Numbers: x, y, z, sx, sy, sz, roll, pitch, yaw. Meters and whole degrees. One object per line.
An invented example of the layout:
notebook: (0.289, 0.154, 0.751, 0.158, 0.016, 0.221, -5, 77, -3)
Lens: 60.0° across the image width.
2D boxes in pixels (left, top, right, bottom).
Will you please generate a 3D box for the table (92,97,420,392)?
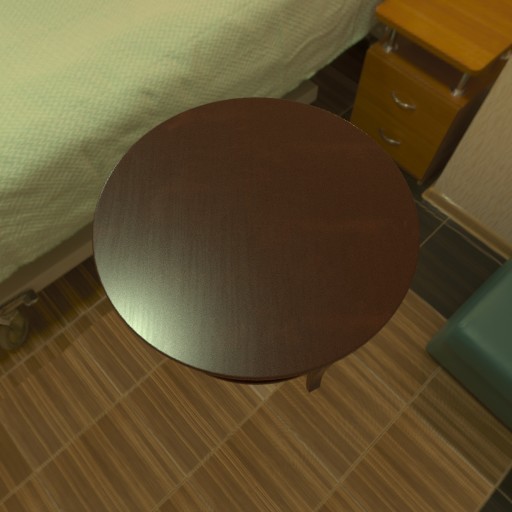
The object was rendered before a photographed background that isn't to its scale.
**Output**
table: (0.000, 0.000, 1.472, 0.911, 0.512, 0.911, 0, 63, 0)
